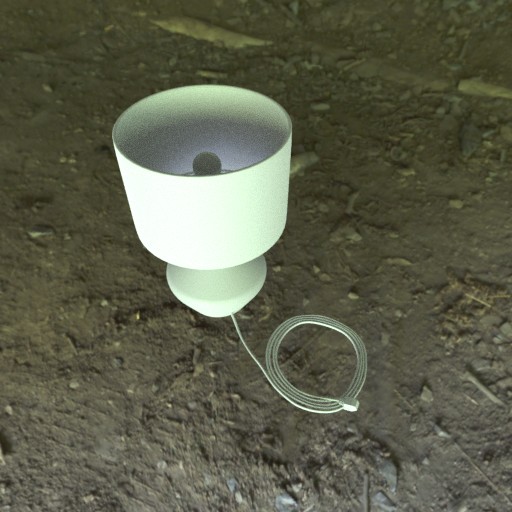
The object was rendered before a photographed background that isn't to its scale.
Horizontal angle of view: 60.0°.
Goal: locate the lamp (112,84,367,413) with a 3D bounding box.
[{"bbox_3d":[0.000,0.000,0.859,0.401,0.457,0.546,-17,48,-15],"label":"lamp"}]
